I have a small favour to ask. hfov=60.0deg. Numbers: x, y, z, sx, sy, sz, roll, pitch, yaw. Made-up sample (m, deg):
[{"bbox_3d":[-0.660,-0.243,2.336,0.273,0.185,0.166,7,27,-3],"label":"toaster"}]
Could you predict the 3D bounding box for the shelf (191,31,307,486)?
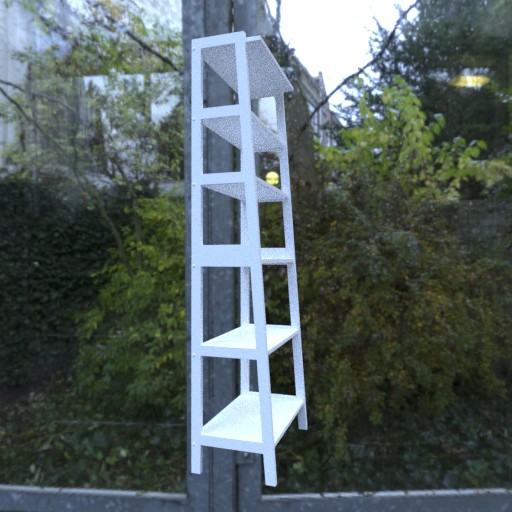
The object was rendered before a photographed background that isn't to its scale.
[{"bbox_3d":[0.000,0.000,2.188,0.381,1.892,0.660,0,0,18],"label":"shelf"}]
